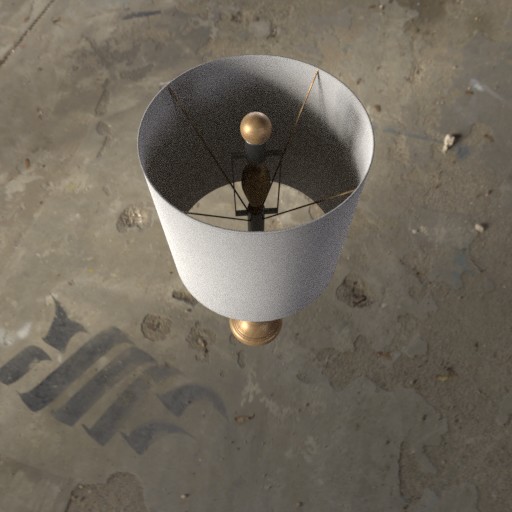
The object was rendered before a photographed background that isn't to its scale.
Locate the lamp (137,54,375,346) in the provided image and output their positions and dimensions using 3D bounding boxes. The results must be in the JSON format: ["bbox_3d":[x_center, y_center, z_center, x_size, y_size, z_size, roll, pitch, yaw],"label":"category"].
[{"bbox_3d":[0.000,0.000,0.713,0.250,0.597,0.250,33,66,16],"label":"lamp"}]
